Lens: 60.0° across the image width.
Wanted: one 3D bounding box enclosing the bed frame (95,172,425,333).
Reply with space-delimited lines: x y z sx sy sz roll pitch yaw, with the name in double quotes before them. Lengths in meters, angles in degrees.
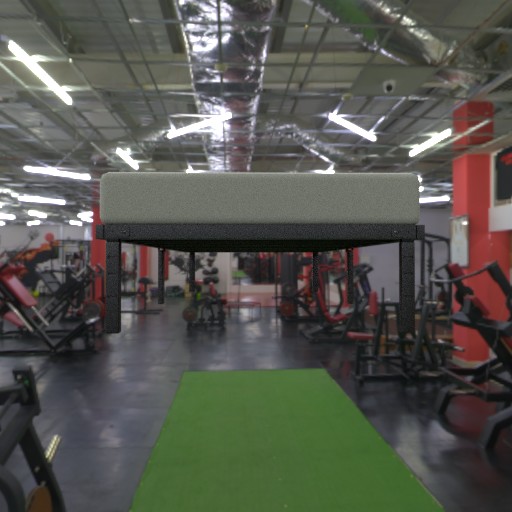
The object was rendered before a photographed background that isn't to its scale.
"bed frame" 0.000 0.000 3.162 1.393 0.680 2.635 0 -1 -1
